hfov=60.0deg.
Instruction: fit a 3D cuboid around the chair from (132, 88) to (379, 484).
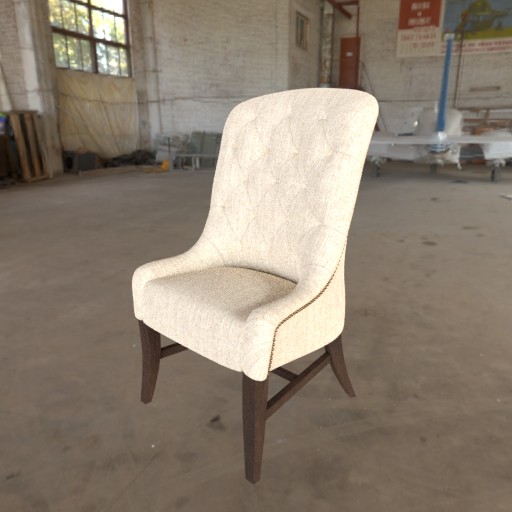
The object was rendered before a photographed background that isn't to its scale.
[{"bbox_3d":[0.000,0.000,1.495,0.634,1.091,0.629,15,22,41],"label":"chair"}]
